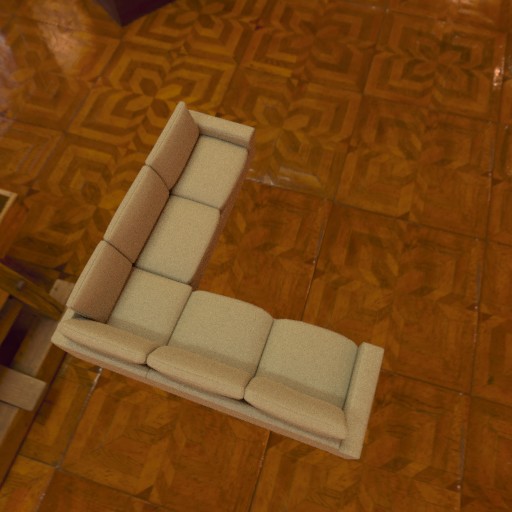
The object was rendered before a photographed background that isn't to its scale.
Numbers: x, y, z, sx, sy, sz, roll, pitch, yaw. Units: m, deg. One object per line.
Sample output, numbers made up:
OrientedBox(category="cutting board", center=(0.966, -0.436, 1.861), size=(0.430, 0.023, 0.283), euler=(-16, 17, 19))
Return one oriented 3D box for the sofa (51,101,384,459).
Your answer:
OrientedBox(category="sofa", center=(0.000, 0.000, 4.135), size=(2.622, 0.800, 2.742), euler=(18, 66, 8))
